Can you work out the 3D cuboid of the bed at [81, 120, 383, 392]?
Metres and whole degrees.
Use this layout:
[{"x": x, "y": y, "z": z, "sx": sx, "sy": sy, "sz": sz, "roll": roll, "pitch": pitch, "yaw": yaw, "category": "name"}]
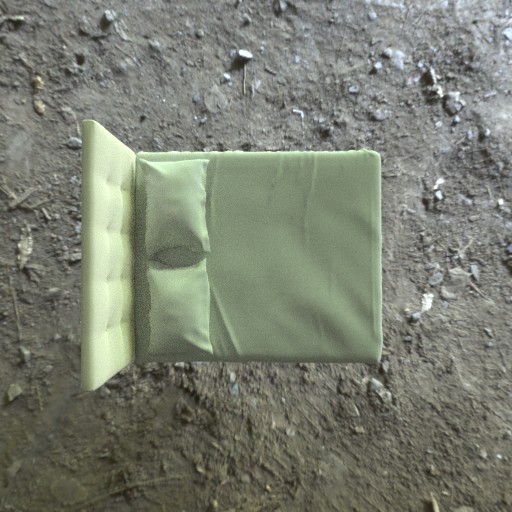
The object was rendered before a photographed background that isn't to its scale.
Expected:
[{"x": 0.000, "y": 0.000, "z": 3.388, "sx": 2.222, "sy": 1.577, "sz": 1.936, "roll": 0, "pitch": 90, "yaw": 1, "category": "bed"}]
